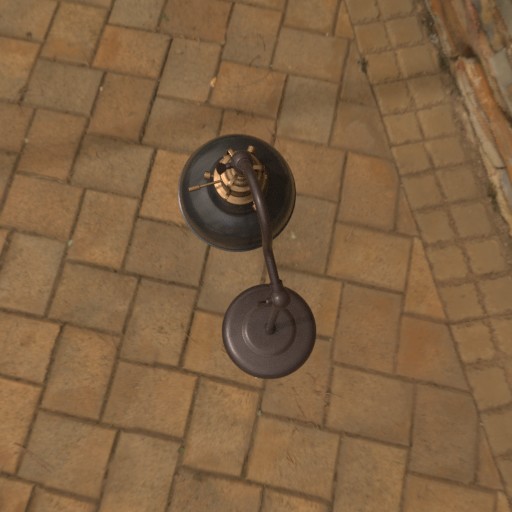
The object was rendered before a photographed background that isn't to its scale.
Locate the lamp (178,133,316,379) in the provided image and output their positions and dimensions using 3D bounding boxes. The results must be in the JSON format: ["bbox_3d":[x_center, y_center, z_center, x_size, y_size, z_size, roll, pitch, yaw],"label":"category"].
[{"bbox_3d":[0.000,0.000,0.680,0.192,0.508,0.374,-16,75,-4],"label":"lamp"}]
